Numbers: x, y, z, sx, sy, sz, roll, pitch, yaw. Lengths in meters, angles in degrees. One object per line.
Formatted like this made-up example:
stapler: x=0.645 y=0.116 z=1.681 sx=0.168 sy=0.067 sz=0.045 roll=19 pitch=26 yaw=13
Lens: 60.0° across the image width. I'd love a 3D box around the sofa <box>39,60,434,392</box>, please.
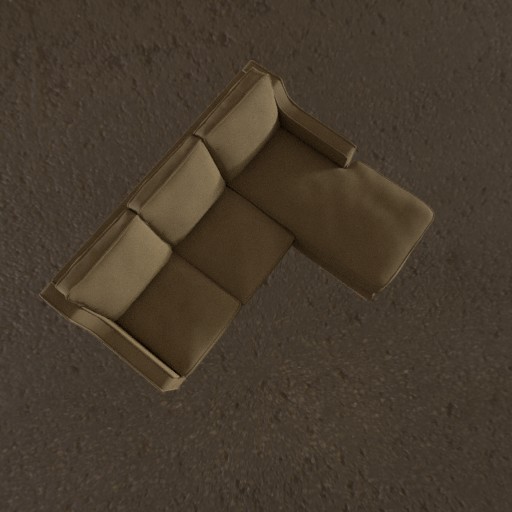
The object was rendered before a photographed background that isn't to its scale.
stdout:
sofa: x=0.000 y=0.000 z=3.340 sx=1.858 sy=1.066 sz=2.317 roll=37 pitch=79 yaw=9
